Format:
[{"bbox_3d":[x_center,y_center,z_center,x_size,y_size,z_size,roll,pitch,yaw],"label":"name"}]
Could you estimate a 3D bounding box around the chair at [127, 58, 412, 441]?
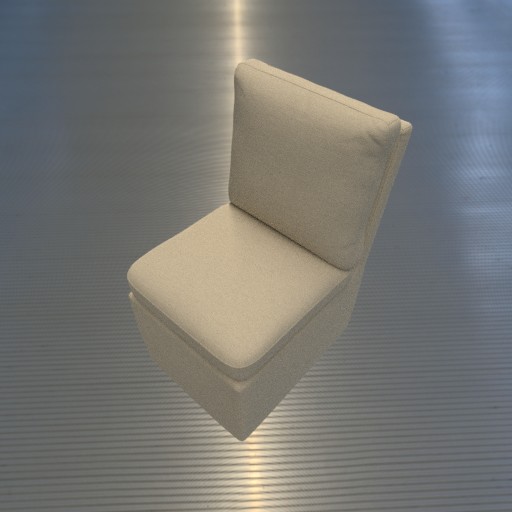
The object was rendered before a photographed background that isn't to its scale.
[{"bbox_3d":[0.000,0.000,1.356,0.503,0.927,0.698,34,56,27],"label":"chair"}]
